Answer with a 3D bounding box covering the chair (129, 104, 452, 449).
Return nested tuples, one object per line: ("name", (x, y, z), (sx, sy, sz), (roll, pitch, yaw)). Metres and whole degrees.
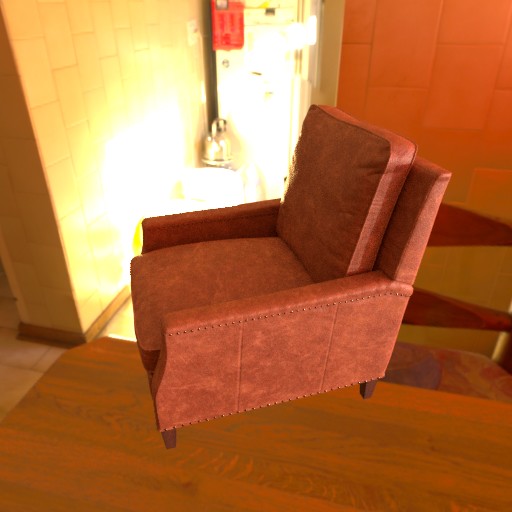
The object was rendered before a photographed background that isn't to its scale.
("chair", (0.000, 0.000, 1.821), (1.035, 1.054, 0.854), (-9, 31, -15))
